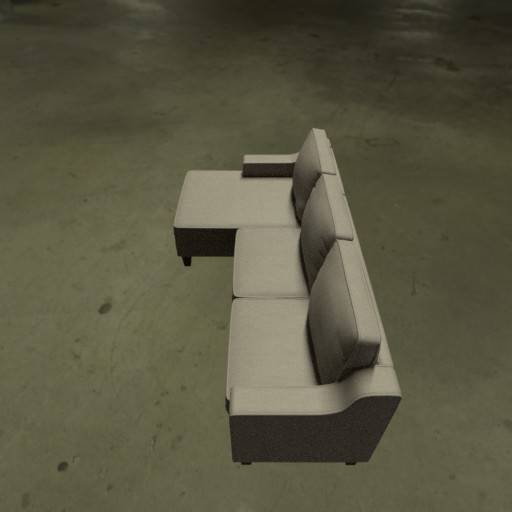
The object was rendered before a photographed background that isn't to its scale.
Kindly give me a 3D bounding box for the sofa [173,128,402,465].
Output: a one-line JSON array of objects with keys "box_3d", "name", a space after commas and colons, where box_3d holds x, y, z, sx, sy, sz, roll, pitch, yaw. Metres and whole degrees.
[{"box_3d": [0.000, 0.000, 3.072, 1.294, 0.928, 2.561, 0, 40, 0], "name": "sofa"}]
